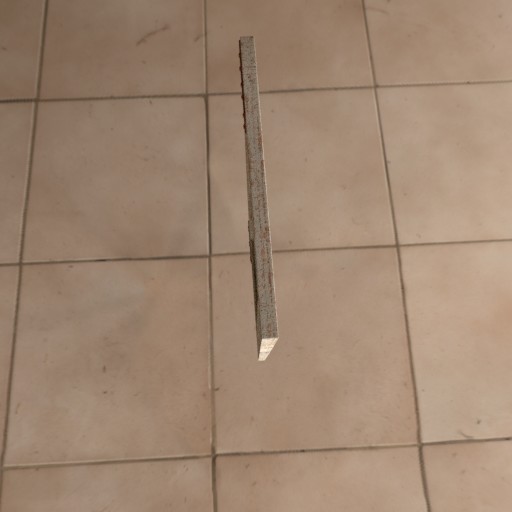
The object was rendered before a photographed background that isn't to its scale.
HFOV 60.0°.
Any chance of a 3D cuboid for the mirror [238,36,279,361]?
[{"bbox_3d":[0.000,0.000,1.083,0.027,0.922,0.472,-4,75,-1],"label":"mirror"}]
